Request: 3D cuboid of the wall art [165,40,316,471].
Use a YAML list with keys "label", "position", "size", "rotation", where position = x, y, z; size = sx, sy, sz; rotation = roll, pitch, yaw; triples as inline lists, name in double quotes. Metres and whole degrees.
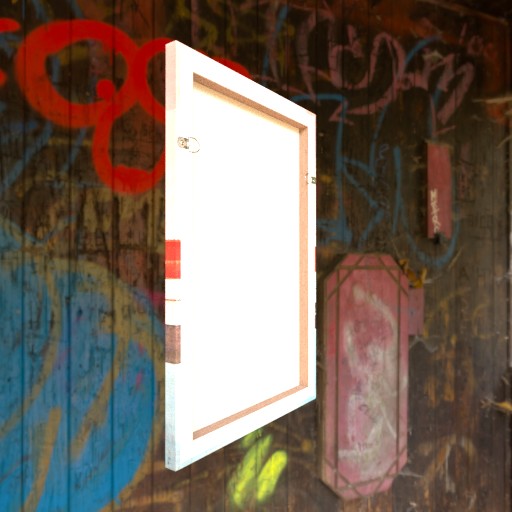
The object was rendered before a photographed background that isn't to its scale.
- label: "wall art"
  position: [0.000, 0.000, 1.193]
  size: [0.038, 0.914, 0.610]
  rotation: [0, 0, 37]
